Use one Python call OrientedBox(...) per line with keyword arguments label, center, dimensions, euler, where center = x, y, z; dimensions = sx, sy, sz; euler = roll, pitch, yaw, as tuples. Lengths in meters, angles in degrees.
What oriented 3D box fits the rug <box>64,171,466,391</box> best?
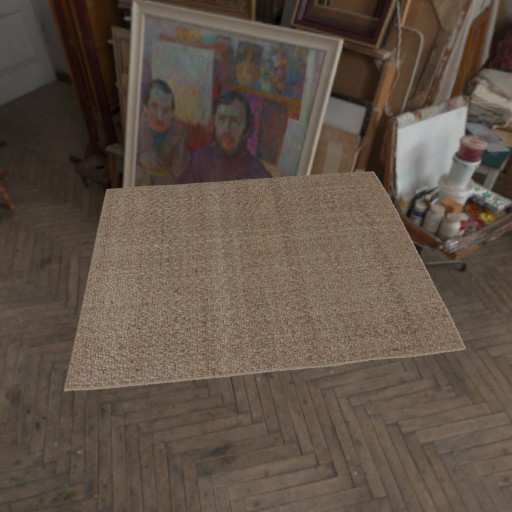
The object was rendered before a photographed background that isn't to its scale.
OrientedBox(label="rug", center=(0.000, 0.000, 4.133), dimensions=(3.048, 0.013, 2.439), euler=(-5, 45, -5))
